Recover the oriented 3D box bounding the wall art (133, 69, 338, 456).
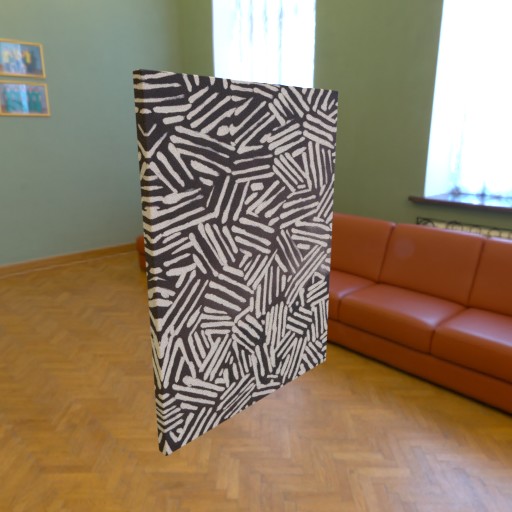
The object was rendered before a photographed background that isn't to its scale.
[{"bbox_3d":[0.000,0.000,1.389,0.038,1.017,0.765,15,21,42],"label":"wall art"}]
